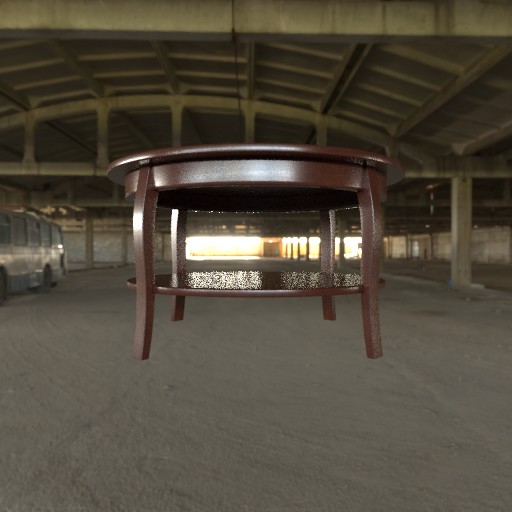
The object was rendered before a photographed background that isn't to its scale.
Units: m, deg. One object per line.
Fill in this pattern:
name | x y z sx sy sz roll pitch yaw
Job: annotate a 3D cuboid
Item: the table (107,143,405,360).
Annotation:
table | 0.000 0.000 1.431 0.911 0.512 0.911 0 1 0
